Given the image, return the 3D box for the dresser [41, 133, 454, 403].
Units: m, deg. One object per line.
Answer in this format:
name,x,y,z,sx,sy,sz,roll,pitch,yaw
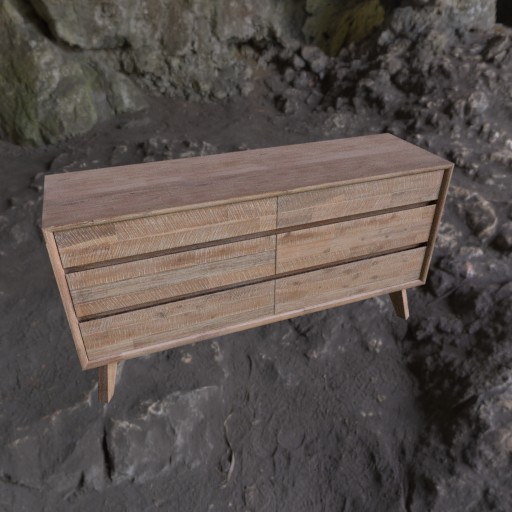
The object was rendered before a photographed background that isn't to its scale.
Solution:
dresser,0.000,0.000,1.959,1.554,0.805,0.455,-11,34,-18
